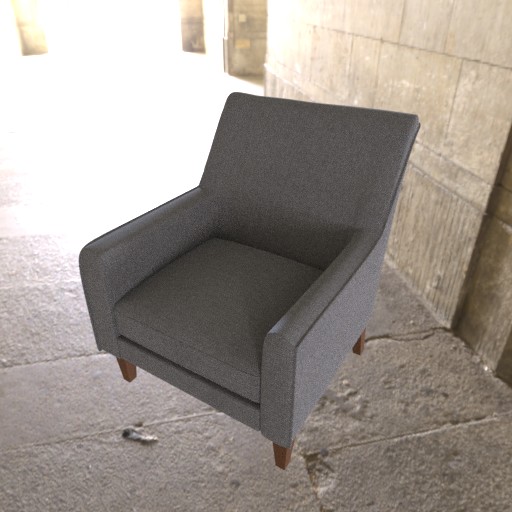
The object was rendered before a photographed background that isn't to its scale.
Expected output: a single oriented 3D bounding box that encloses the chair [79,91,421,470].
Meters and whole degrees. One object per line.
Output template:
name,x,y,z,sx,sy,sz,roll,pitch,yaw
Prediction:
chair,0.000,0.000,1.574,0.780,0.919,0.899,18,35,27
